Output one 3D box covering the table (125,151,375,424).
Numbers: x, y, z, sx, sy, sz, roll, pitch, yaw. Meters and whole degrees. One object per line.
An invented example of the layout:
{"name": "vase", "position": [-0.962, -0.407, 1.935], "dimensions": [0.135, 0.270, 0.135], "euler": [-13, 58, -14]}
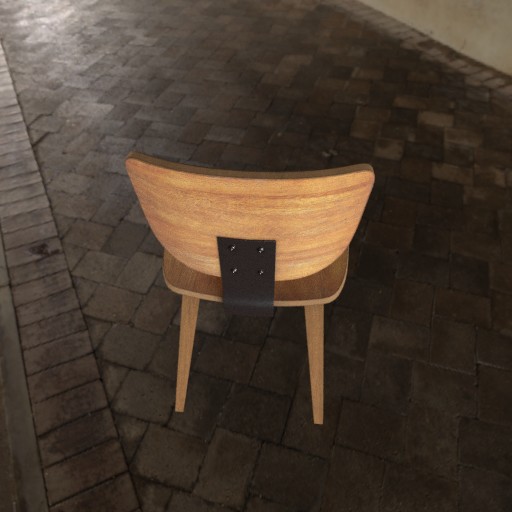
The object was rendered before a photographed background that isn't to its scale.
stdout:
{"name": "table", "position": [0.000, 0.000, 1.133], "dimensions": [0.499, 0.805, 0.500], "euler": [4, 47, 4]}
